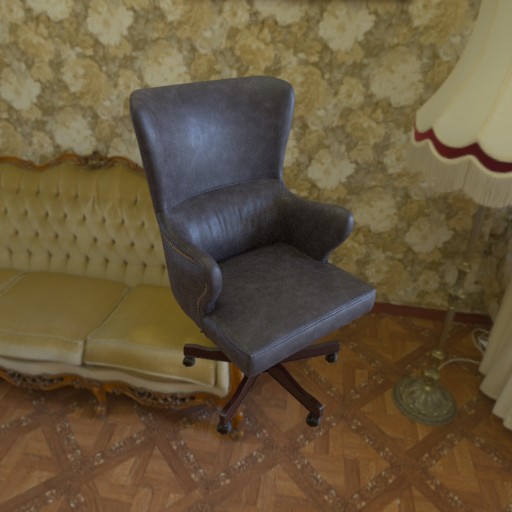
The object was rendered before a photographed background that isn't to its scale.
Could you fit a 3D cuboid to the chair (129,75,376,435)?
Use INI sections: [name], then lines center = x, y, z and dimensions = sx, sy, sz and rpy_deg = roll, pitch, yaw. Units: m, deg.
[chair]
center = 0.000, 0.000, 1.496
dimensions = 0.594, 1.037, 0.717
rpy_deg = -21, 36, -32
